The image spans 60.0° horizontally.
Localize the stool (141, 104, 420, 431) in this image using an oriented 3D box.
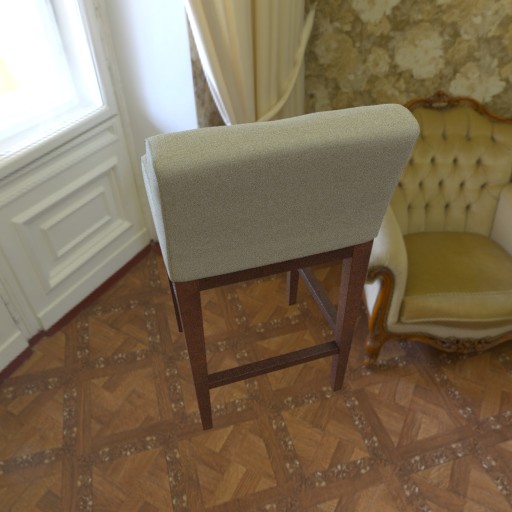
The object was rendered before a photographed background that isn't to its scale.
[{"bbox_3d":[0.000,0.000,1.228,0.511,0.937,0.500,-12,42,-14],"label":"stool"}]
